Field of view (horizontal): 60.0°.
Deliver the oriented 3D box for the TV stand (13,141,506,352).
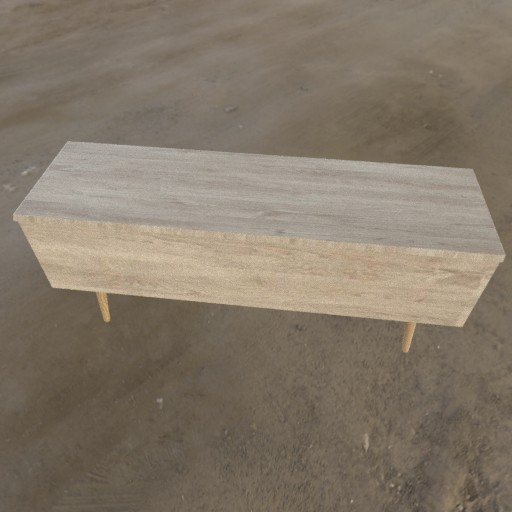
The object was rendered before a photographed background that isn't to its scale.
[{"bbox_3d":[0.000,0.000,1.508,1.313,0.565,0.401,5,46,5],"label":"TV stand"}]
